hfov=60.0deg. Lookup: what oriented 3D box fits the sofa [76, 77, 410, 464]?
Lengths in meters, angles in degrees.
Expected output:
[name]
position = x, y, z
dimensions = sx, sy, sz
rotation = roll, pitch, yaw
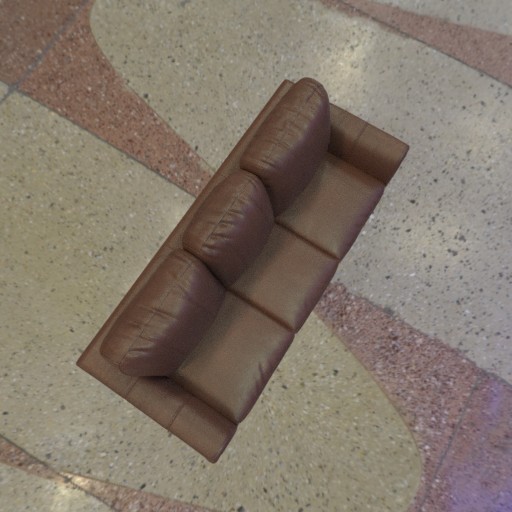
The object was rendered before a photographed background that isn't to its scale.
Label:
[sofa]
position = 0.000, 0.000, 2.324
dimensions = 0.802, 0.915, 1.862
rotation = 32, 77, 9
